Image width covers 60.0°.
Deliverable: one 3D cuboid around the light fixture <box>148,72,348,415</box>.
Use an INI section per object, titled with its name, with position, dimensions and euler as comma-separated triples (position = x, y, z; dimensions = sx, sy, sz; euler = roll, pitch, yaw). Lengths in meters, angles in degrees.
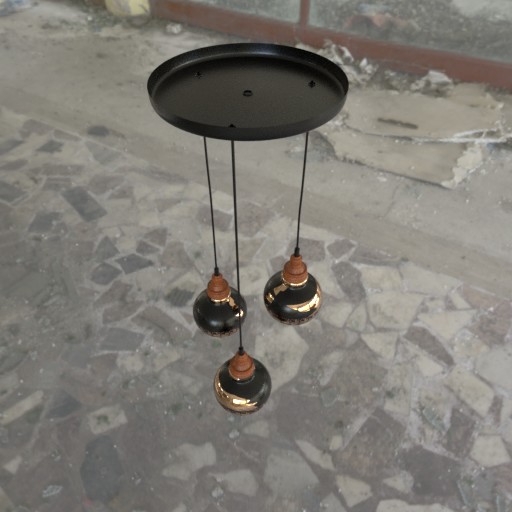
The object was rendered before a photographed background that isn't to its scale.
[light fixture]
position = 0.000, 0.000, 1.739
dimensions = 0.605, 1.410, 0.608
euler = -17, 47, -16
